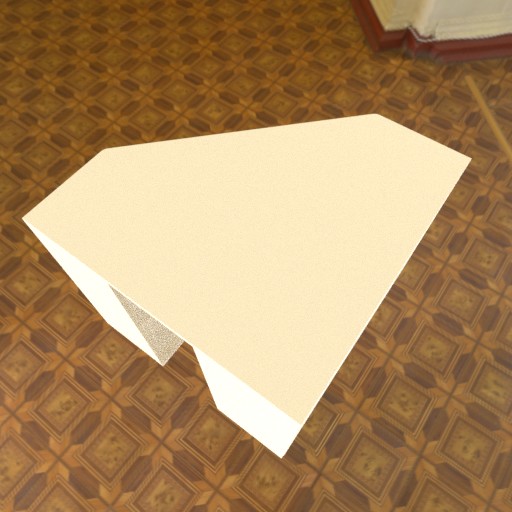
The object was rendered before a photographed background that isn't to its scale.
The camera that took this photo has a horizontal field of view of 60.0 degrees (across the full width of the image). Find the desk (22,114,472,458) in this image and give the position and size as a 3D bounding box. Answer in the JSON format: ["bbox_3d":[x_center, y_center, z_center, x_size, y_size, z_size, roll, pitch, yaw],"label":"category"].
[{"bbox_3d":[0.000,0.000,1.641,0.926,0.818,0.940,32,66,17],"label":"desk"}]
